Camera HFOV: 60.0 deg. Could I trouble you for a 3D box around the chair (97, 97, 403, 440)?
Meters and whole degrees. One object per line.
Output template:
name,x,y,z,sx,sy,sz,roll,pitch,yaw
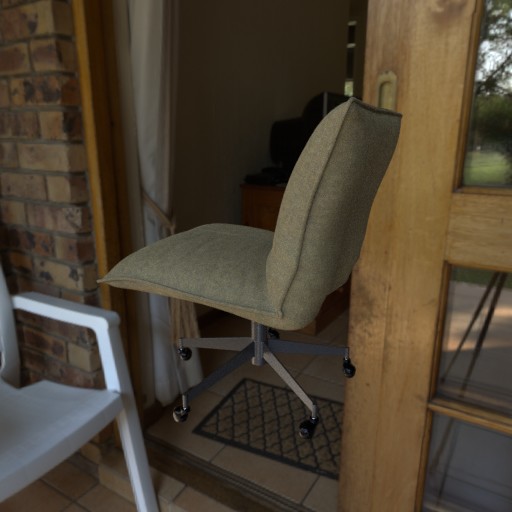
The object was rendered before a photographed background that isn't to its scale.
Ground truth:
chair,0.000,0.000,1.283,0.696,0.811,0.597,7,17,25
